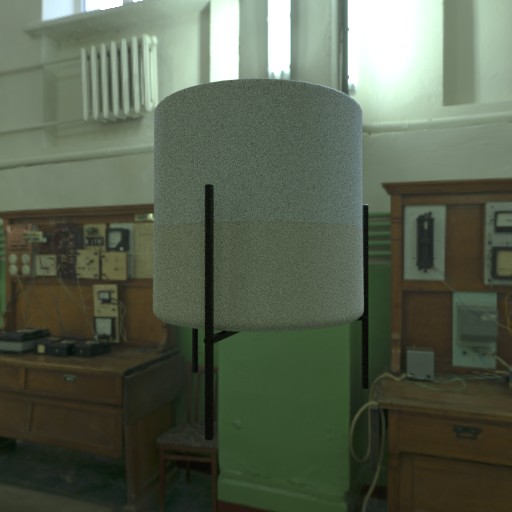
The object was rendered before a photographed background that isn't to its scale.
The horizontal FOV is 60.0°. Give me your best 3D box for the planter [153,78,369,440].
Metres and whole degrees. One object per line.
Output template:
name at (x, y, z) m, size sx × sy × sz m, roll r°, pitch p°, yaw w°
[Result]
planter at (0.000, 0.000, 0.665) m, size 0.313 × 0.423 × 0.335 m, roll 0°, pitch 0°, yaw 19°
